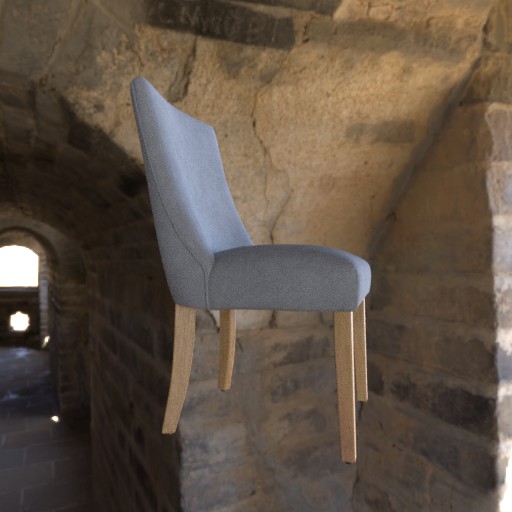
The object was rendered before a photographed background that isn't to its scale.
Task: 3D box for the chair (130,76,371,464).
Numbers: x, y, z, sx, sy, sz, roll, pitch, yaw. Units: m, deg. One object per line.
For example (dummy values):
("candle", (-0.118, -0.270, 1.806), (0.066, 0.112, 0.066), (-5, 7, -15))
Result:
("chair", (0.000, 0.000, 1.250), (0.610, 0.902, 0.495), (0, 0, 17))
